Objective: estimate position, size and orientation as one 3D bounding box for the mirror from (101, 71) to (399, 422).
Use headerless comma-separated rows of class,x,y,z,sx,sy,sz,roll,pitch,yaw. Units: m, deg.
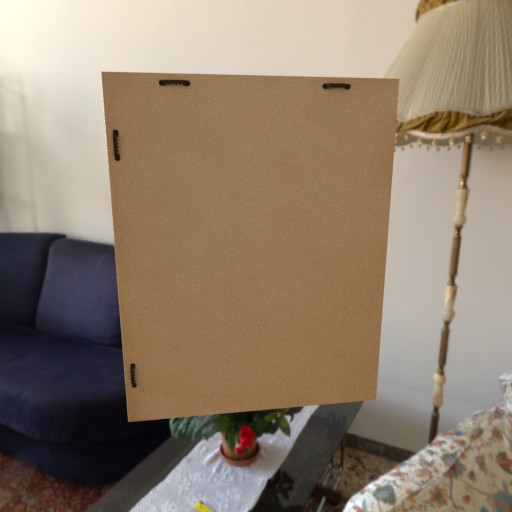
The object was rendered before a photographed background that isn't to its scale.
mirror,0.000,0.000,0.671,0.405,0.508,0.041,-2,14,-9
